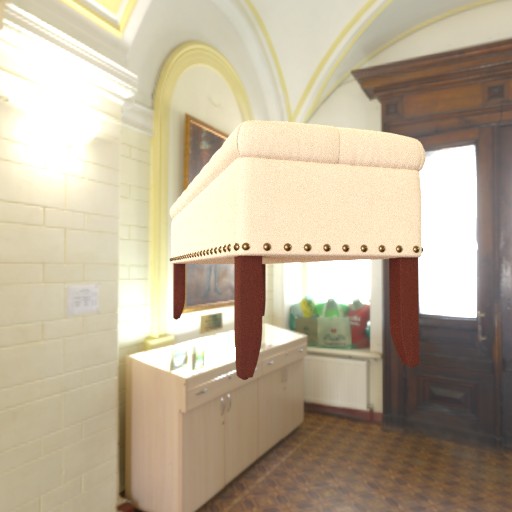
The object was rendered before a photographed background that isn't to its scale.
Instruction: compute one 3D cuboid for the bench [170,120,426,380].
[{"bbox_3d":[0.000,0.000,1.310,0.400,0.470,1.054,1,-2,-17],"label":"bench"}]
